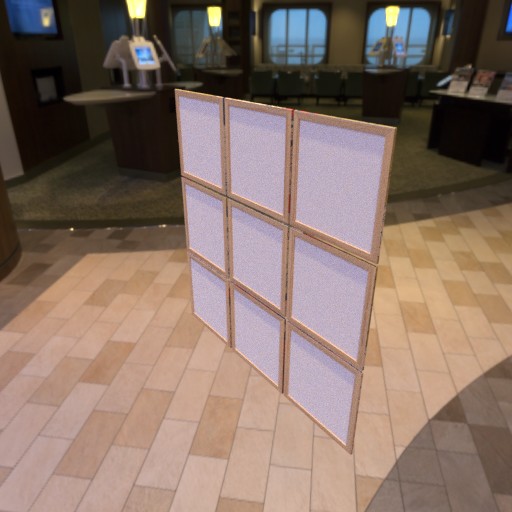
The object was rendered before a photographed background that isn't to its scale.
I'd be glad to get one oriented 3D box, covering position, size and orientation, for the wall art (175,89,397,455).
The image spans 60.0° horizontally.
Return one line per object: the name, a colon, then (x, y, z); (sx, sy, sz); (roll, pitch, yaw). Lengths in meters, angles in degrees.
wall art: (0.000, 0.000, 2.337); (0.013, 1.534, 1.519); (-19, 32, -33)
